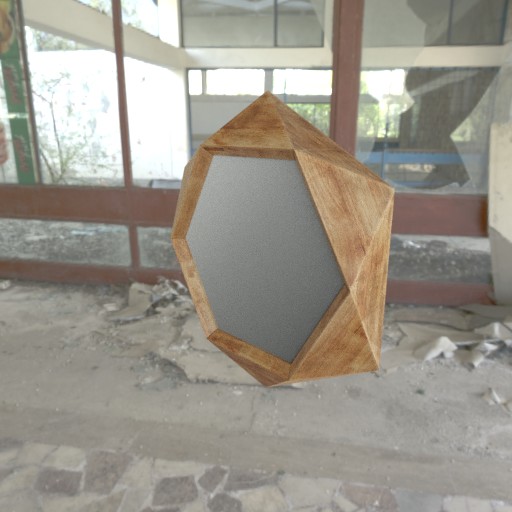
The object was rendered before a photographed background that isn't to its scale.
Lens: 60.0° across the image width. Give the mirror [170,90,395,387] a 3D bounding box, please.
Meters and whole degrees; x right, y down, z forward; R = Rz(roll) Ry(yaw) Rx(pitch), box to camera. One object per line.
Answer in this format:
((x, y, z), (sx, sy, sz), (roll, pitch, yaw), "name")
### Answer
((0.000, 0.000, 1.104), (0.091, 0.779, 0.675), (-15, 22, -43), "mirror")
